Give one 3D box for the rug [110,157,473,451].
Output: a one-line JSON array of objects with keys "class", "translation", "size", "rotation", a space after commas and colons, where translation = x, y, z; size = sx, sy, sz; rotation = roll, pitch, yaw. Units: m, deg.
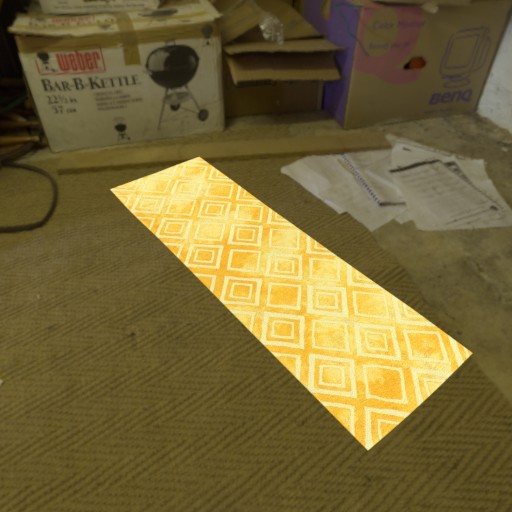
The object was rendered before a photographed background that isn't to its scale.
[{"class": "rug", "translation": [0.000, 0.000, 2.683], "size": [0.775, 0.010, 2.438], "rotation": [-28, 49, -28]}]
